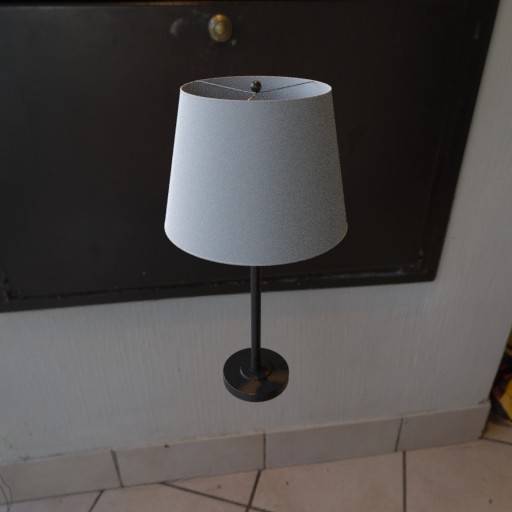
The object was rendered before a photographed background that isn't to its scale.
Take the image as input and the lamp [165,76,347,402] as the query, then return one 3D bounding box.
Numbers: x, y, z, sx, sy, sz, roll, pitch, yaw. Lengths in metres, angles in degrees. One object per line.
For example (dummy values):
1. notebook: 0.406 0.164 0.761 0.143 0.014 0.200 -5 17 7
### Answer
1. lamp: 0.000 0.000 0.936 0.363 0.696 0.363 0 30 0
